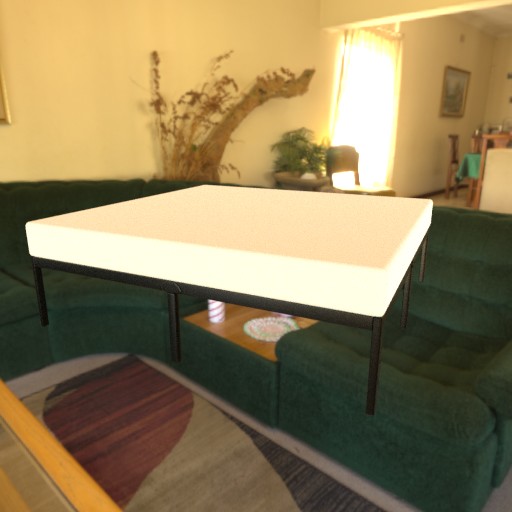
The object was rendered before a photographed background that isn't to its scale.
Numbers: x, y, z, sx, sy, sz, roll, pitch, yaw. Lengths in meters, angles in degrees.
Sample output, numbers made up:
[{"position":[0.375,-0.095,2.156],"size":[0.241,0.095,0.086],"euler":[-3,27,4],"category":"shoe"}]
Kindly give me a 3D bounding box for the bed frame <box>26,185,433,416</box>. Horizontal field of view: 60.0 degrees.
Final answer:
[{"position":[0.000,0.000,3.075],"size":[2.079,0.659,1.963],"euler":[8,18,25],"category":"bed frame"}]
